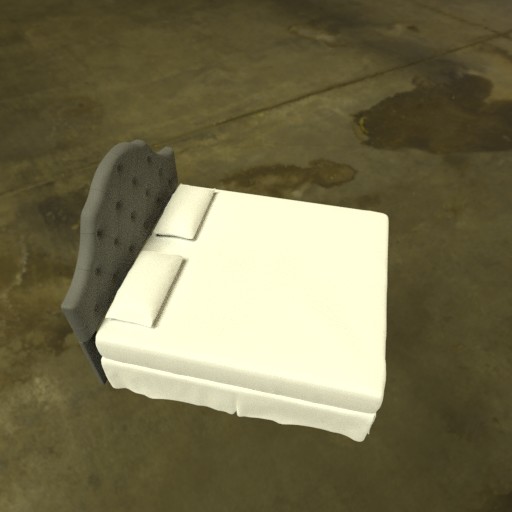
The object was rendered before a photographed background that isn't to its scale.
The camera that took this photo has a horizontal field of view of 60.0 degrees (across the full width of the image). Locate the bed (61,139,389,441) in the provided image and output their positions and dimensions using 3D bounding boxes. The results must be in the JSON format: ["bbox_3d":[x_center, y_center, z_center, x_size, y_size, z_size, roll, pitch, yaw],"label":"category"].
[{"bbox_3d":[0.000,0.000,3.599,2.214,1.615,2.008,9,47,9],"label":"bed"}]
